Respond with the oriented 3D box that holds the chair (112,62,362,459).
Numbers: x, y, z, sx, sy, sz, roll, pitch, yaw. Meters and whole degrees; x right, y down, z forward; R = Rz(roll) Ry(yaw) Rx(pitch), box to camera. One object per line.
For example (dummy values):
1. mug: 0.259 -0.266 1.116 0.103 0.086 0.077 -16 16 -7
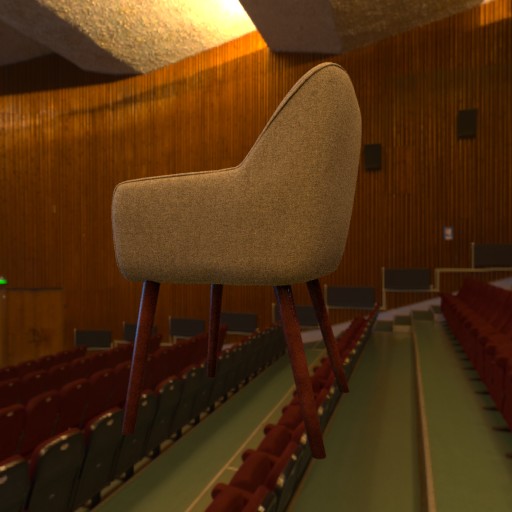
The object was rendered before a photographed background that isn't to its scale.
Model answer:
1. chair: 0.000 0.000 1.160 0.519 0.803 0.543 0 1 18
